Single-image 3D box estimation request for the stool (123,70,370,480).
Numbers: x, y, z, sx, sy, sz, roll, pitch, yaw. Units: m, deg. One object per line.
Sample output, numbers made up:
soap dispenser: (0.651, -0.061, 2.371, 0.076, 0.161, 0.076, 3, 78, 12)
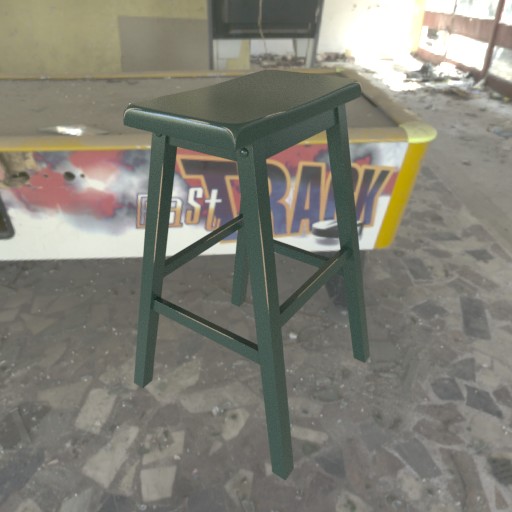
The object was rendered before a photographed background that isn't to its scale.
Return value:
stool: (0.000, 0.000, 1.033, 0.476, 0.737, 0.457, 20, 37, 29)
